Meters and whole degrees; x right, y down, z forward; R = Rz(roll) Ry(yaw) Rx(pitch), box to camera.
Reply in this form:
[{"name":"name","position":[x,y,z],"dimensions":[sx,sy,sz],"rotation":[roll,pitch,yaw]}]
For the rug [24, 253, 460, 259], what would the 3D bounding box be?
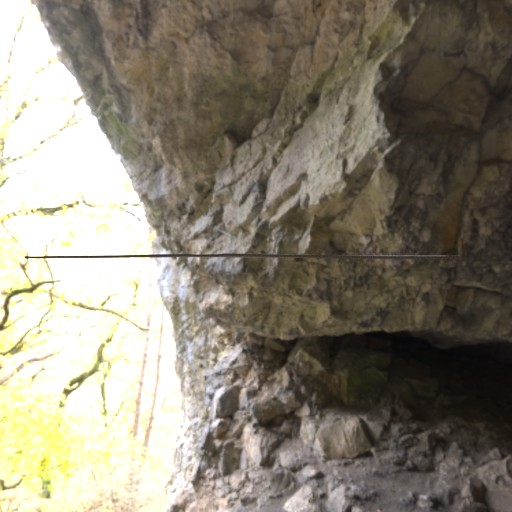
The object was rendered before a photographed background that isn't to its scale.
[{"name":"rug","position":[0.000,0.000,2.933],"dimensions":[2.283,0.030,1.596],"rotation":[0,0,17]}]
